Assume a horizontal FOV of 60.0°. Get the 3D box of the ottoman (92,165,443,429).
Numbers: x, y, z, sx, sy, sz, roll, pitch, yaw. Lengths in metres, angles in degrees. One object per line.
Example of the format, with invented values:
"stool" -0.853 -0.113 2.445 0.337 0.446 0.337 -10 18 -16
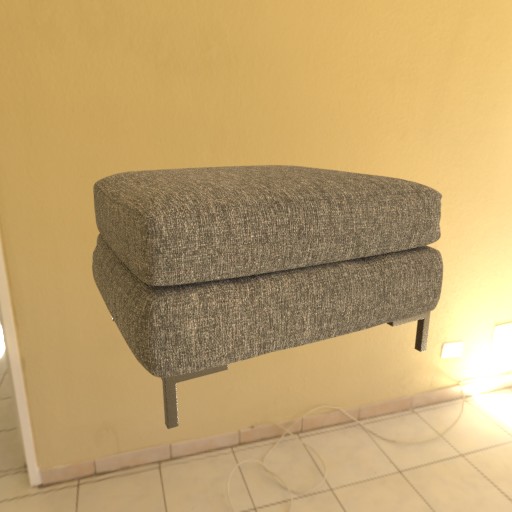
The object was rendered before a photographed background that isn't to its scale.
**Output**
"ottoman" 0.000 0.000 1.254 0.828 0.480 0.683 -8 18 -26
